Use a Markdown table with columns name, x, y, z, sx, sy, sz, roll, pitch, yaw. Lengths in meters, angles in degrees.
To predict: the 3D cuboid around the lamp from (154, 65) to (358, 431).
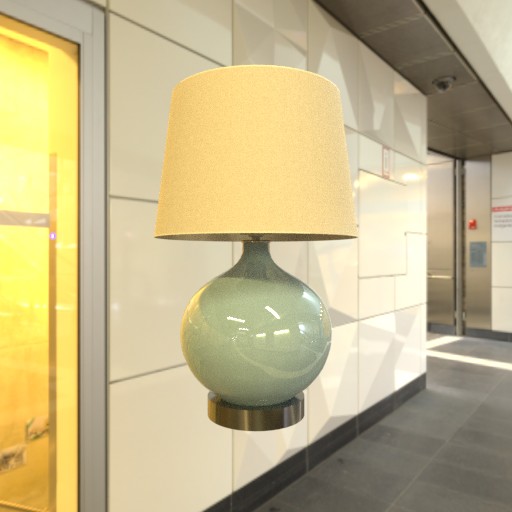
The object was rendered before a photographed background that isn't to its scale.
| name | x | y | z | sx | sy | sz | roll | pitch | yaw |
| --- | --- | --- | --- | --- | --- | --- | --- | --- | --- |
| lamp | 0.000 | 0.000 | 0.549 | 0.247 | 0.387 | 0.247 | 0 | 0 | 0 |
